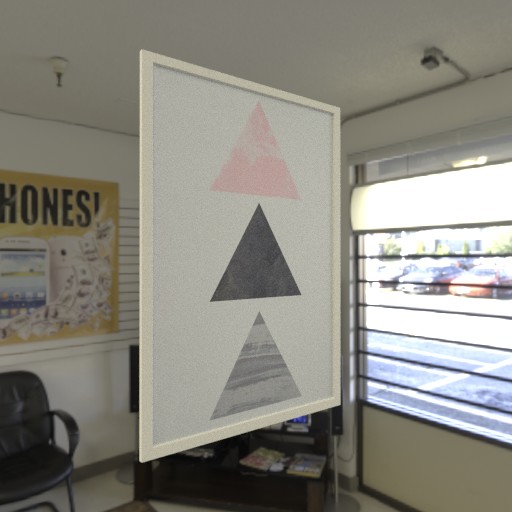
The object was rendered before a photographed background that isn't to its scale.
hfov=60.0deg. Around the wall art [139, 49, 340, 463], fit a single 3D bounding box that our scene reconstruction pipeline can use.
[{"bbox_3d":[0.000,0.000,1.210,0.659,0.940,0.013,0,0,-37],"label":"wall art"}]
